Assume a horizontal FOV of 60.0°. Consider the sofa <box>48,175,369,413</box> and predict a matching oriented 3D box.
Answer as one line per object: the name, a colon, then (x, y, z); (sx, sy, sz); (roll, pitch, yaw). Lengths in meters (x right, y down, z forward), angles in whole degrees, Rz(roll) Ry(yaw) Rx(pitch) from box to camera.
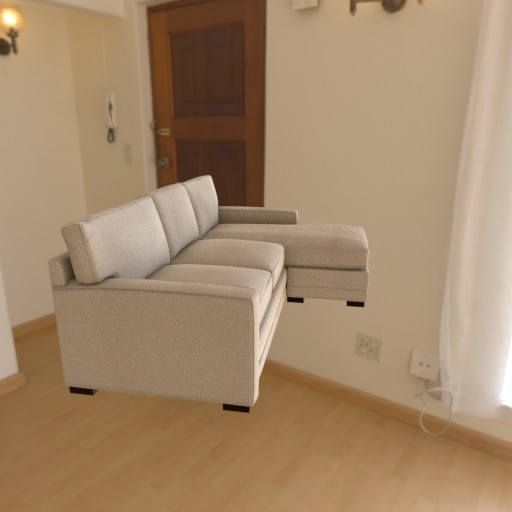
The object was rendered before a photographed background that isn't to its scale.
sofa: (0.000, 0.000, 2.865); (1.496, 0.861, 2.087); (3, 17, 10)
